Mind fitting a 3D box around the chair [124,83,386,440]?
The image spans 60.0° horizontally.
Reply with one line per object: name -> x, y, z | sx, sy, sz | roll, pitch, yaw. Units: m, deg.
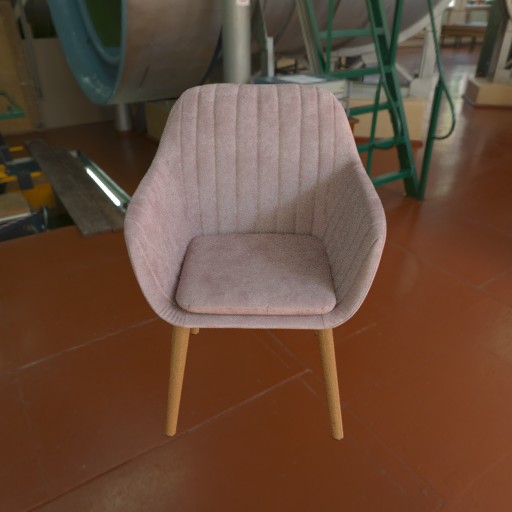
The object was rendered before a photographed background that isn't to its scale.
chair -> 0.000, 0.000, 1.251 | 0.610, 0.832, 0.570 | 1, 30, 1
